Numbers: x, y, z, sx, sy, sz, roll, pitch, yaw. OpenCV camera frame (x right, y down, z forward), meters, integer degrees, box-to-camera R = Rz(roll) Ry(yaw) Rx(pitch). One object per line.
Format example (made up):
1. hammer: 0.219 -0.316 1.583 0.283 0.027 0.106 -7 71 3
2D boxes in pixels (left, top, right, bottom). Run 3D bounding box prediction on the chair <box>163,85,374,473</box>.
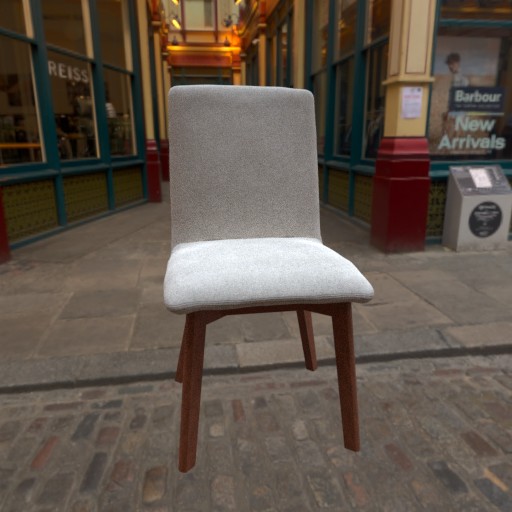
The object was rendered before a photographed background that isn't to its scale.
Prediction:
1. chair: 0.000 0.000 1.287 0.522 0.974 0.563 -3 16 -9
